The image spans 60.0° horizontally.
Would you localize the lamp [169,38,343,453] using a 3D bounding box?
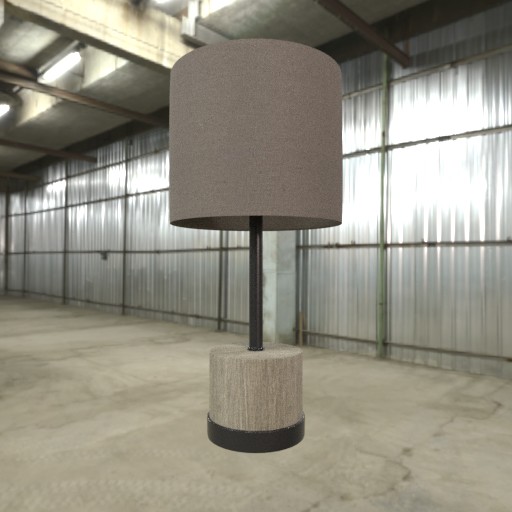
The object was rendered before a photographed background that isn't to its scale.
[{"bbox_3d":[0.000,0.000,0.592,0.229,0.470,0.229,0,-1,-17],"label":"lamp"}]
